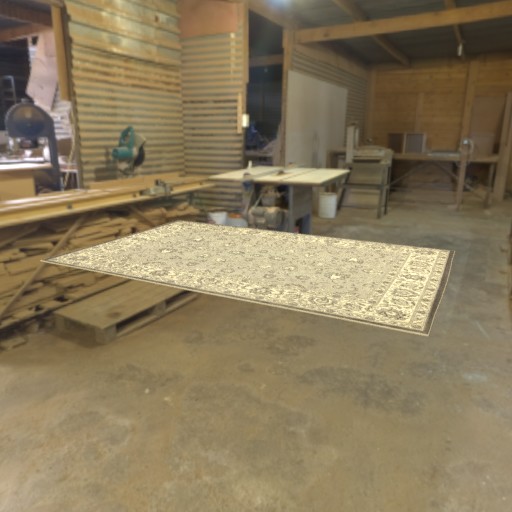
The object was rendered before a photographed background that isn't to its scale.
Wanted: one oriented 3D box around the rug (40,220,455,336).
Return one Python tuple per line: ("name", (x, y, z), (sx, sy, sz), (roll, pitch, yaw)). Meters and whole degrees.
("rug", (0.000, 0.000, 3.049), (2.438, 0.011, 1.524), (8, 18, 26))
